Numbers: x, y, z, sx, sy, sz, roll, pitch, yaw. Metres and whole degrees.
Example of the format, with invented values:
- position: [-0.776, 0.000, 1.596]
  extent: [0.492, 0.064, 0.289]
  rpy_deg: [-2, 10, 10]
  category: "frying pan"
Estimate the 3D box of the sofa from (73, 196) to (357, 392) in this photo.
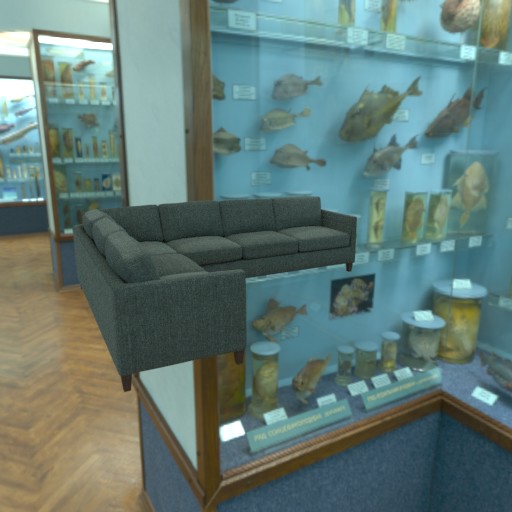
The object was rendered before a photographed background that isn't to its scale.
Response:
- position: [0.000, 0.000, 4.606]
  extent: [3.302, 0.947, 2.593]
  rpy_deg: [-7, 16, -26]
  category: "sofa"
